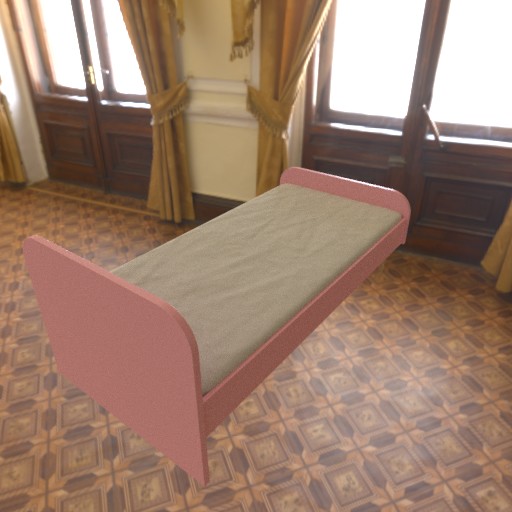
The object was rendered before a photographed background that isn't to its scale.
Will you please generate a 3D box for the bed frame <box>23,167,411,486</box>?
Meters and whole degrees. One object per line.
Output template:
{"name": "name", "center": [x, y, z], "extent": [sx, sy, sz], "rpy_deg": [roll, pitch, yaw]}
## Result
{"name": "bed frame", "center": [0.000, 0.000, 2.445], "extent": [0.998, 0.805, 1.963], "rpy_deg": [21, 36, 32]}
